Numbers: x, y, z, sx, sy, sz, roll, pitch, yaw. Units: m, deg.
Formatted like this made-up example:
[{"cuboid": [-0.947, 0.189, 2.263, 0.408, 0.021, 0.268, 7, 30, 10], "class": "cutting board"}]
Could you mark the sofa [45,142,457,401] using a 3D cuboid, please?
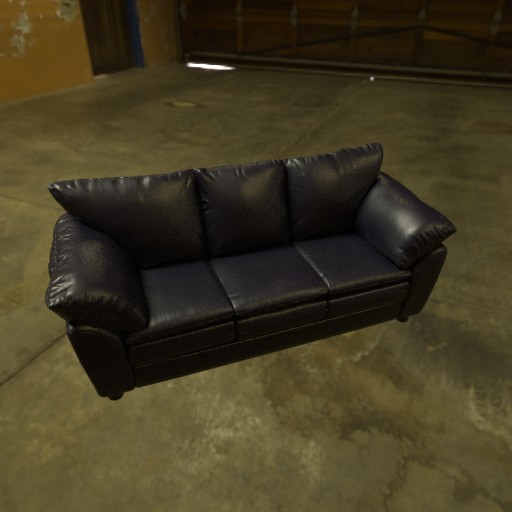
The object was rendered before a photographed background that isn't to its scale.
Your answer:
[{"cuboid": [0.000, 0.000, 2.774, 2.336, 1.073, 0.880, -11, 32, -18], "class": "sofa"}]
